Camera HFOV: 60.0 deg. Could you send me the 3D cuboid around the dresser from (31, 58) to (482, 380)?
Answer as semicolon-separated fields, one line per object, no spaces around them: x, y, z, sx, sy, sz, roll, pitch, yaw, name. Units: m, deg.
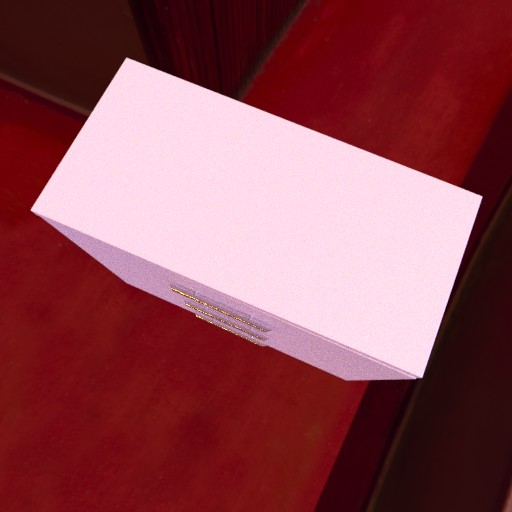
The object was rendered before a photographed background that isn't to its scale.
0.000;0.000;1.258;0.830;0.740;0.420;23;75;6;dresser
